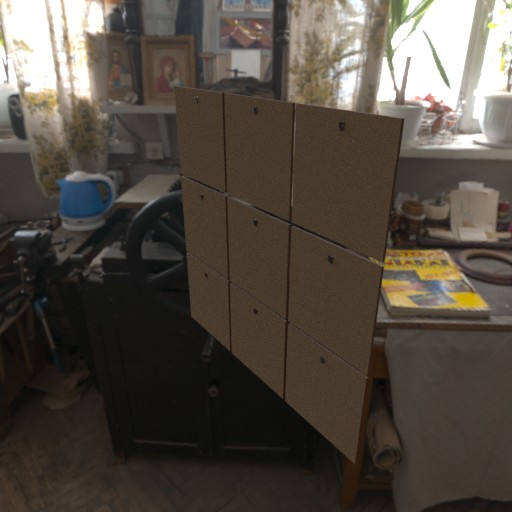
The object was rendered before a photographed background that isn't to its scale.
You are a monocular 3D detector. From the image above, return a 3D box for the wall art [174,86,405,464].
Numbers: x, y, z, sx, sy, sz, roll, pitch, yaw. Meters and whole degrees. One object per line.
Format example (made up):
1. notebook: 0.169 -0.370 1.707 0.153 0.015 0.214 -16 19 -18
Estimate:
1. wall art: 0.000 0.000 2.264 0.019 1.532 1.533 -18 31 -33
